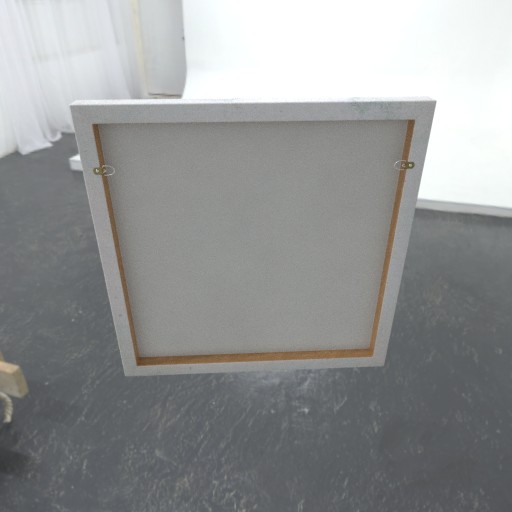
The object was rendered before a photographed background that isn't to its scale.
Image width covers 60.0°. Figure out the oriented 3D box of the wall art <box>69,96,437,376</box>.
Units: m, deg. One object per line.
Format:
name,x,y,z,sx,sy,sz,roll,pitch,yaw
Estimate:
wall art,0.000,0.000,0.905,0.612,0.612,0.040,-2,31,-3
